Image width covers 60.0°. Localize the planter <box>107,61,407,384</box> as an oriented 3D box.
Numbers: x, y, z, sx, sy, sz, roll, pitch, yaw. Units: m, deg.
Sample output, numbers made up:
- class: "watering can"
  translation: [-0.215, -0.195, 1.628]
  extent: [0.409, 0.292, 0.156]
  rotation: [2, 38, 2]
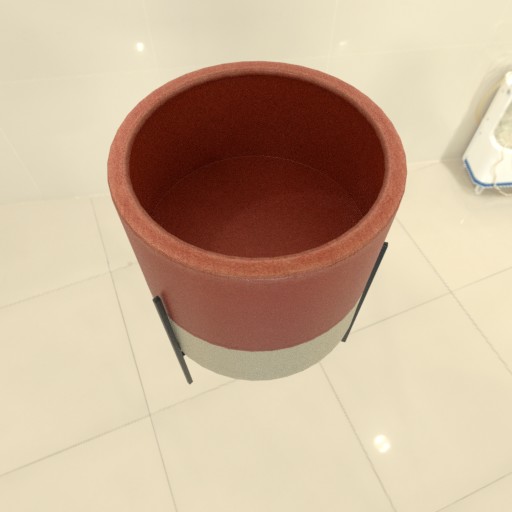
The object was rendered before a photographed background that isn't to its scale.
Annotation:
- class: "planter"
  translation: [0.000, 0.000, 0.706]
  extent: [0.345, 0.465, 0.354]
  rotation: [-13, 58, -8]
